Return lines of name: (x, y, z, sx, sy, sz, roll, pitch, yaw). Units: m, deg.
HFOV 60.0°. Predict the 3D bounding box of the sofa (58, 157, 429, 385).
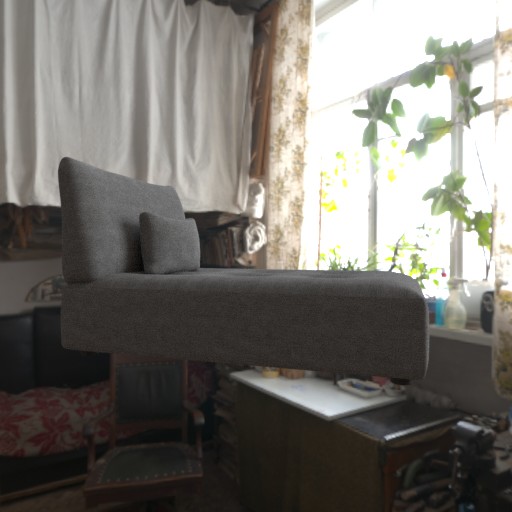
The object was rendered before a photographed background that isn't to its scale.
sofa: (0.000, 0.000, 2.020, 1.450, 0.820, 0.930, 0, 1, 18)
